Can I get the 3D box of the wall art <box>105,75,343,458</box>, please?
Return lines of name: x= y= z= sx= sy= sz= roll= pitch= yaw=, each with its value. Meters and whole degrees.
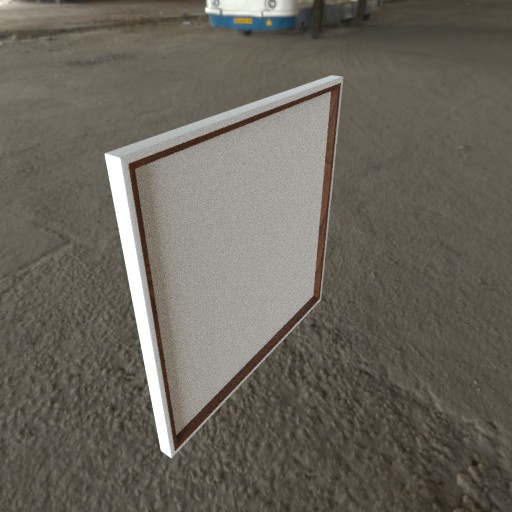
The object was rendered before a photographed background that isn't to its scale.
wall art: x=0.000 y=0.000 z=1.137 sx=0.037 sy=0.757 sz=0.757 roll=21 pitch=38 yaw=29
